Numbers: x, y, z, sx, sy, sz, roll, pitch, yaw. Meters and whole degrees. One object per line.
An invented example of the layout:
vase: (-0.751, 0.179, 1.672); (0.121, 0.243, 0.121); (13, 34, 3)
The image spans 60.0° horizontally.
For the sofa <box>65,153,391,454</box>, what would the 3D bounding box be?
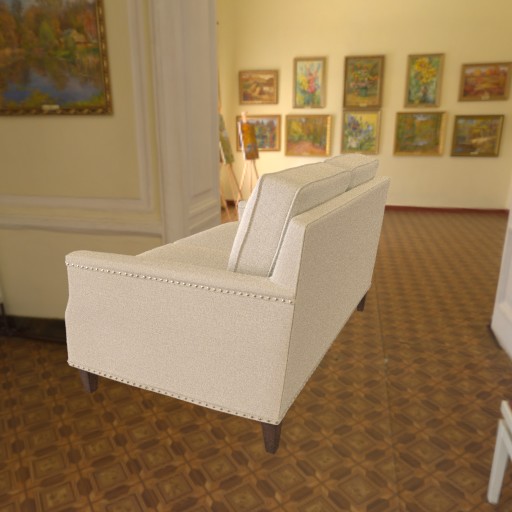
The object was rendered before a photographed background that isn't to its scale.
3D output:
sofa: (0.000, 0.000, 2.286); (1.084, 1.003, 1.597); (8, 18, 24)
